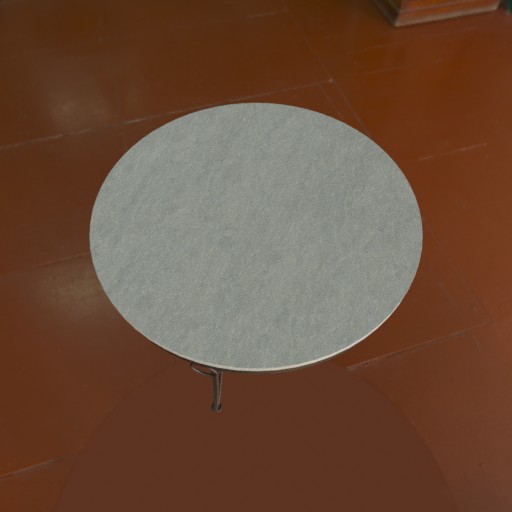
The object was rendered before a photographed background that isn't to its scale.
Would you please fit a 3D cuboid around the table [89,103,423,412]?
[{"bbox_3d":[0.000,0.000,1.404,0.889,0.470,0.889,0,57,0],"label":"table"}]
